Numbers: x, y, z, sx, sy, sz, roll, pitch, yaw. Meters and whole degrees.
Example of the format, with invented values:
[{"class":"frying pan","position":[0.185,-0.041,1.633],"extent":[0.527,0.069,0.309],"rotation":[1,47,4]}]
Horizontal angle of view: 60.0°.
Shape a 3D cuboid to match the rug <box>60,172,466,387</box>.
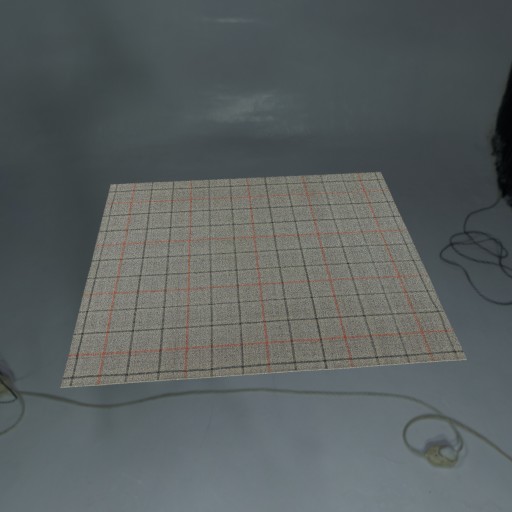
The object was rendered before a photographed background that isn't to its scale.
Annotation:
[{"class":"rug","position":[0.000,0.000,4.153],"extent":[3.048,0.012,2.444],"rotation":[-3,46,-3]}]
